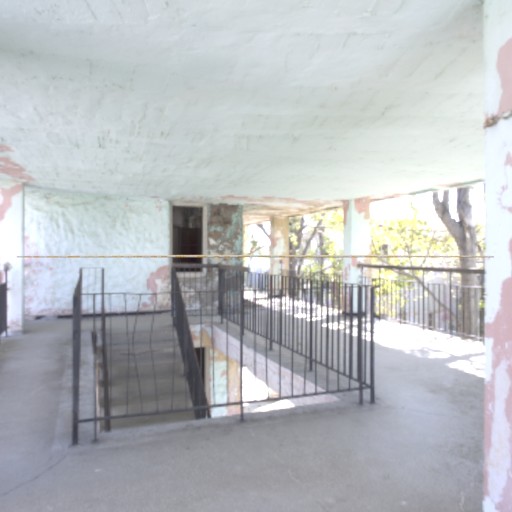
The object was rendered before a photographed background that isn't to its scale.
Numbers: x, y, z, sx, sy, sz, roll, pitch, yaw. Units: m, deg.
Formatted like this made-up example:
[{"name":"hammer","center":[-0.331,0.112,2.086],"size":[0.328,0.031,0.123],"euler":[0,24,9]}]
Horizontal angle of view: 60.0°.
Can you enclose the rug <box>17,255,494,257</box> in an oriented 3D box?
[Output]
[{"name":"rug","center":[0.000,0.000,4.021],"size":[3.037,0.011,2.433],"euler":[0,0,0]}]
